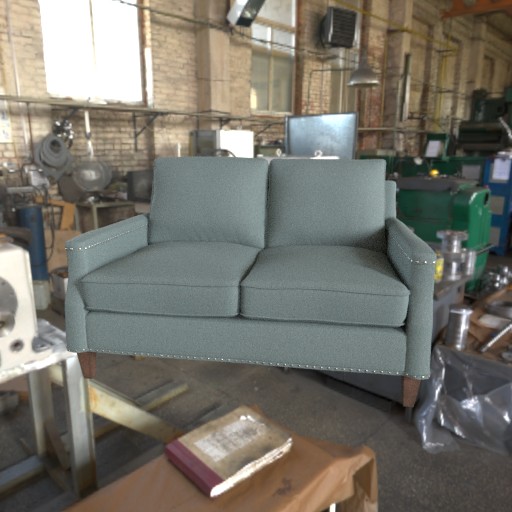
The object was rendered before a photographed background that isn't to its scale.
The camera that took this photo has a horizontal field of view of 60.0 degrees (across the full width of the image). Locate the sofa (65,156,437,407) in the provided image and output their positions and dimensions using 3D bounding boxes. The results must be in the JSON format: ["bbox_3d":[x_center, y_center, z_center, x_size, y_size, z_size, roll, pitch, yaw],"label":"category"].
[{"bbox_3d":[0.000,0.000,2.314,1.597,1.003,1.084,2,14,9],"label":"sofa"}]
